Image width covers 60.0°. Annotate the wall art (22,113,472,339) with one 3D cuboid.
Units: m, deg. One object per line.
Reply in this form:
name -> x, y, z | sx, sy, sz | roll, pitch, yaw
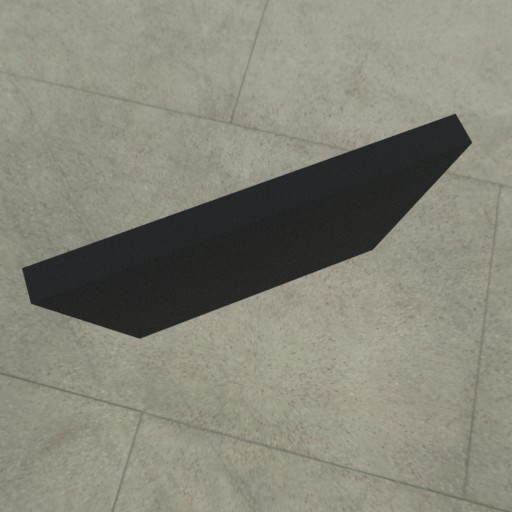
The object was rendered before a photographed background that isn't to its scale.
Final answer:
wall art -> 0.000, 0.000, 0.520 | 0.381, 0.330, 0.031 | -20, 76, -5
